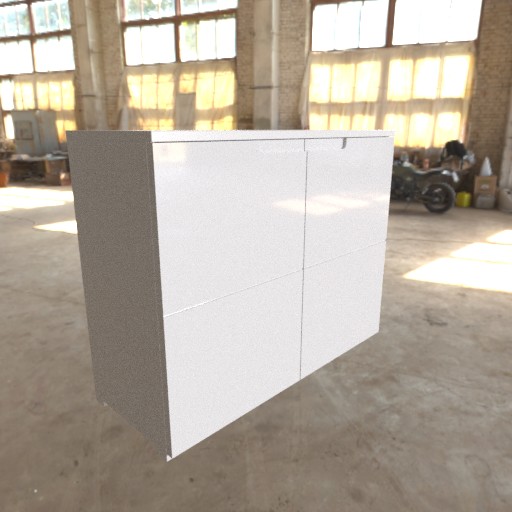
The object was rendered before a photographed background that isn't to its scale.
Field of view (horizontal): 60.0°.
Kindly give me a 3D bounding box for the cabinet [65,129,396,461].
[{"bbox_3d":[0.000,0.000,1.464,0.400,0.800,1.000,15,22,42],"label":"cabinet"}]
